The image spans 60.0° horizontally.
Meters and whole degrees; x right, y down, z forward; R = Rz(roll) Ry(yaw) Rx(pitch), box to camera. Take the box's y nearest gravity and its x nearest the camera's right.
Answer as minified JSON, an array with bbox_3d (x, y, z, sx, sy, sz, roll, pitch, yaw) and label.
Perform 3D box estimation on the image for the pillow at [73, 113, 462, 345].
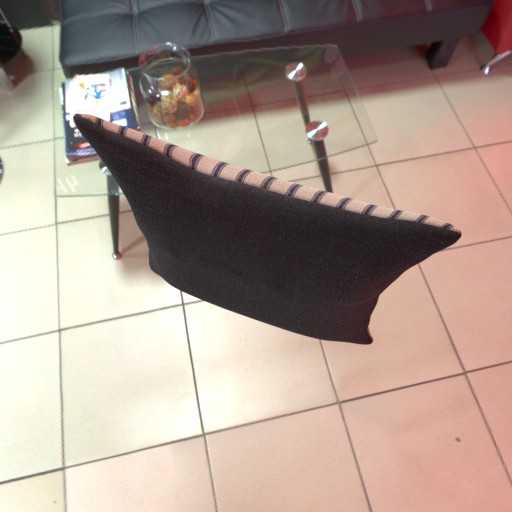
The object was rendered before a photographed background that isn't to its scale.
[{"bbox_3d":[0.000,0.000,0.689,0.468,0.444,0.138,18,65,9],"label":"pillow"}]
